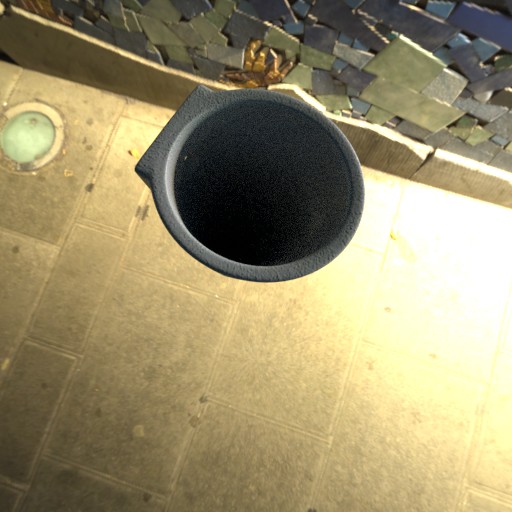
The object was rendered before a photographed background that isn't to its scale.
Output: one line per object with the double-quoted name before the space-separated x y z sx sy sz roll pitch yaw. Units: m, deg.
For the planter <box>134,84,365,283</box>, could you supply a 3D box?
"planter" 0.000 0.000 0.219 0.064 0.191 0.057 32 79 7
